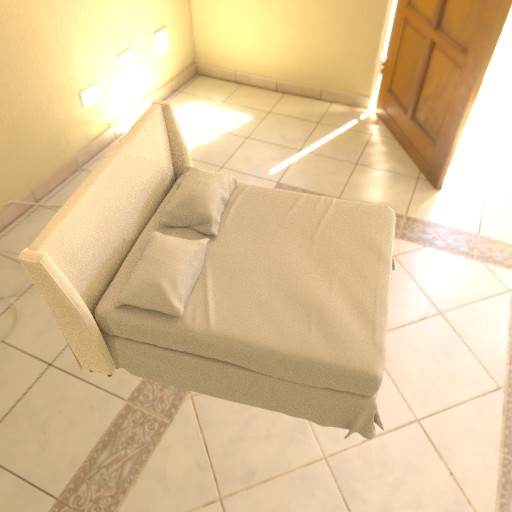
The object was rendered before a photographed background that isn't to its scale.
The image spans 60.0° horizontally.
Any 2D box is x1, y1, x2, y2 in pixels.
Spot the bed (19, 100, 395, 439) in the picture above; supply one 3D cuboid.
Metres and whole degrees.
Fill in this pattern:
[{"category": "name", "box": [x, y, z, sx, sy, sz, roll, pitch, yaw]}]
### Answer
[{"category": "bed", "box": [0.000, 0.000, 3.364, 2.276, 1.332, 1.925, 11, 48, 10]}]
